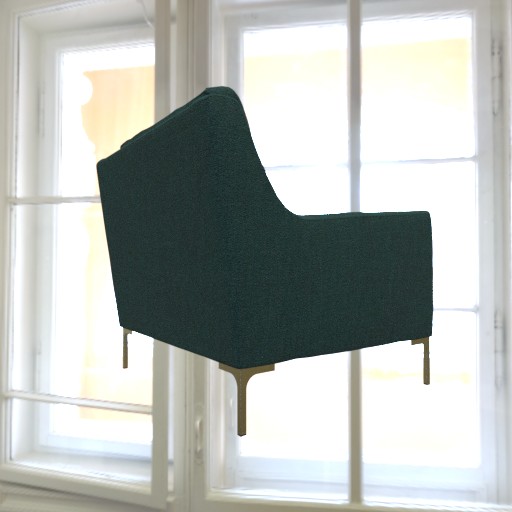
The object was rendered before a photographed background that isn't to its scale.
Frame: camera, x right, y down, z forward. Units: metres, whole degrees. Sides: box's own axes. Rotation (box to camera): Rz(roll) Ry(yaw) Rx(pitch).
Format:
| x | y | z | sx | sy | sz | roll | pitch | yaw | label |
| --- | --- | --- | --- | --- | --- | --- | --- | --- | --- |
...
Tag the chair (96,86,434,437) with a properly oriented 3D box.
| x | y | z | sx | sy | sz | roll | pitch | yaw | label |
| --- | --- | --- | --- | --- | --- | --- | --- | --- | --- |
| 0.000 | 0.000 | 1.515 | 0.849 | 0.828 | 0.847 | 0 | -1 | -36 | chair |
